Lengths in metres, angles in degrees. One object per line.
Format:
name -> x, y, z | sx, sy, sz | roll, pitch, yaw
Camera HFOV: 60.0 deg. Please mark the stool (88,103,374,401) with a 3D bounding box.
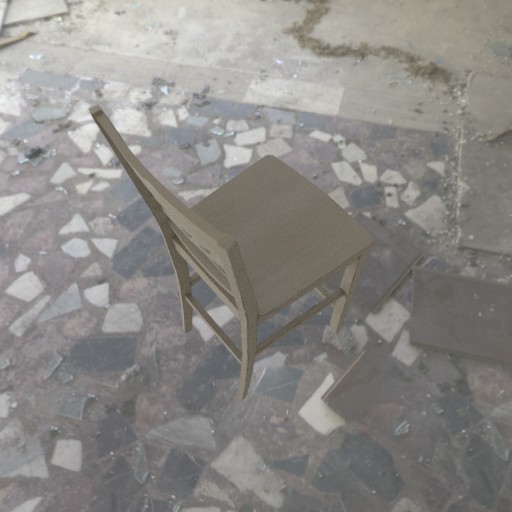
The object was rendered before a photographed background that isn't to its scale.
stool -> 0.000, 0.000, 1.348 | 0.539, 1.079, 0.462 | -35, 63, -21
